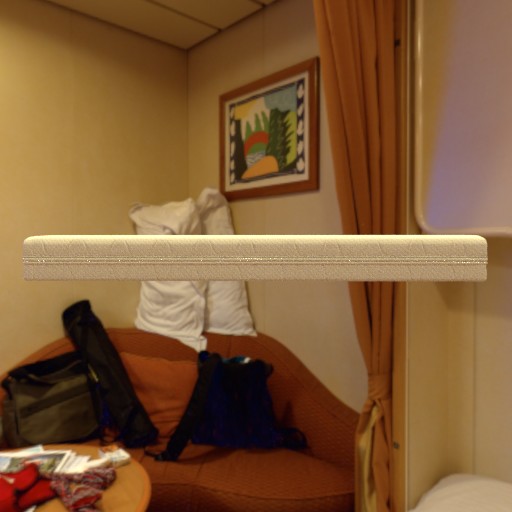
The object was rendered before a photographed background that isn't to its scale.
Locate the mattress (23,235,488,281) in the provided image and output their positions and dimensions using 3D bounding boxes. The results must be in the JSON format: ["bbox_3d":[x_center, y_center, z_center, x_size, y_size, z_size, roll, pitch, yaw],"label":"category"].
[{"bbox_3d":[0.000,0.000,2.591,2.000,0.200,1.400,0,1,1],"label":"mattress"}]
